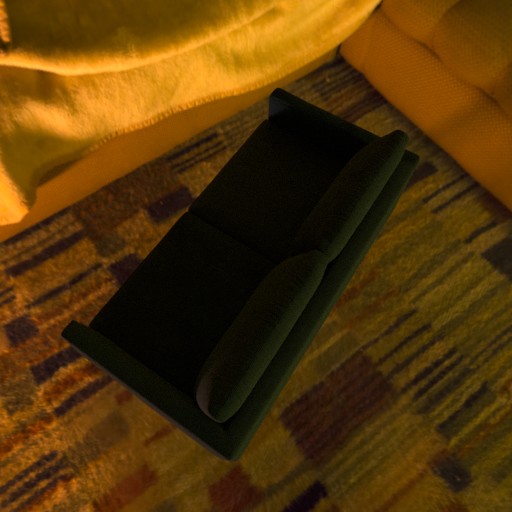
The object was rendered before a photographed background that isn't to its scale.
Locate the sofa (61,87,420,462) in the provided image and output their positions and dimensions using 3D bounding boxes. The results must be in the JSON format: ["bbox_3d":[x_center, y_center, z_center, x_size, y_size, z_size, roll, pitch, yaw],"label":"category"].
[{"bbox_3d":[0.000,0.000,2.181,0.875,0.817,1.676,31,68,14],"label":"sofa"}]
